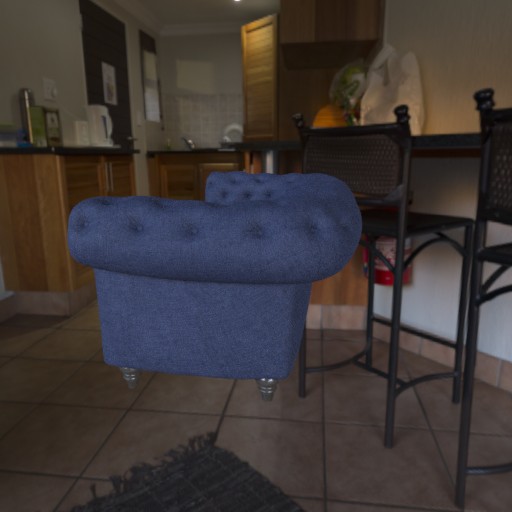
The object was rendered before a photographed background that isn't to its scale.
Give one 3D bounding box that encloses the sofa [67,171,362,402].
[{"bbox_3d":[0.000,0.000,2.459,1.082,0.833,1.988,2,14,9],"label":"sofa"}]
